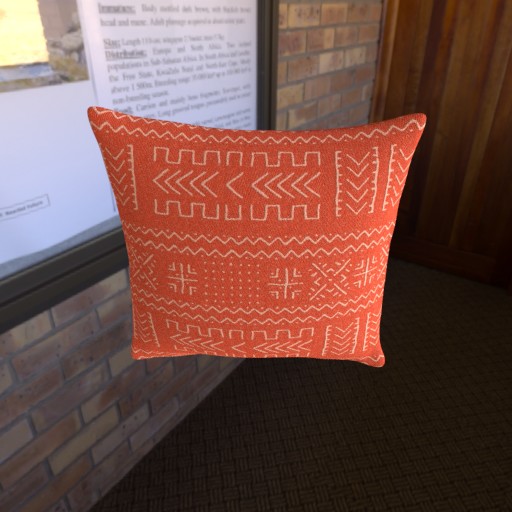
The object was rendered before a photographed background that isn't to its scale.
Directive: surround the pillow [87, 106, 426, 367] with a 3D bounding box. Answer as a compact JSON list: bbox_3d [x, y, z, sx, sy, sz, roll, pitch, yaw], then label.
[{"bbox_3d":[0.000,0.000,0.665,0.438,0.429,0.164,2,29,3],"label":"pillow"}]
